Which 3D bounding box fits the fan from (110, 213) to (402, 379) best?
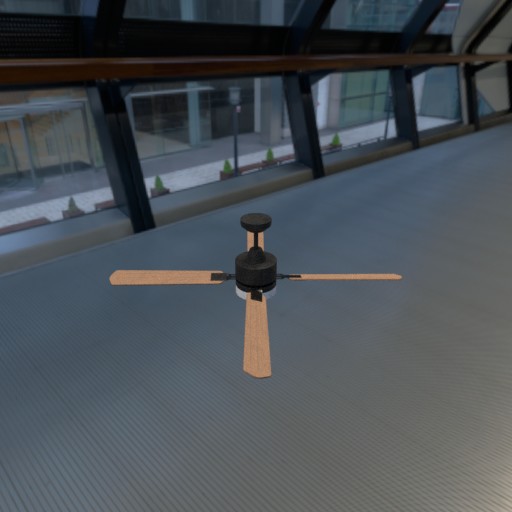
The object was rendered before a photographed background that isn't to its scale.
[{"bbox_3d":[0.000,0.000,1.959,1.320,0.355,1.320,0,26,0],"label":"fan"}]
